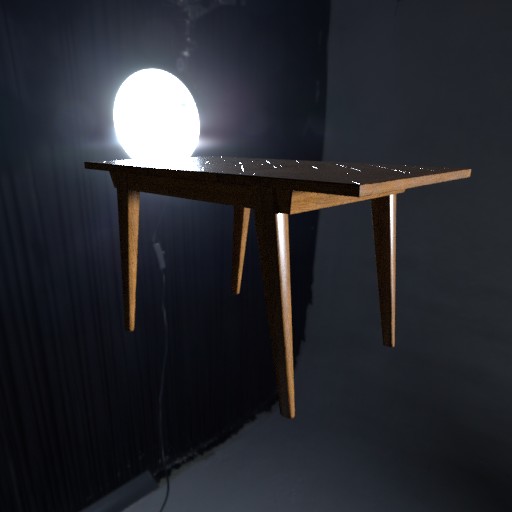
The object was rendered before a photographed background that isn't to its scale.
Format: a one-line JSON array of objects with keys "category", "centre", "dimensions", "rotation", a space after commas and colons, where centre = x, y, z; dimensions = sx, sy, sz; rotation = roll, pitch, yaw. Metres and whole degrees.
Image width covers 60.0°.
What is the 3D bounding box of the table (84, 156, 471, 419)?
[{"category": "table", "centre": [0.000, 0.000, 1.880], "dimensions": [1.400, 0.760, 0.757], "rotation": [14, 20, 42]}]
